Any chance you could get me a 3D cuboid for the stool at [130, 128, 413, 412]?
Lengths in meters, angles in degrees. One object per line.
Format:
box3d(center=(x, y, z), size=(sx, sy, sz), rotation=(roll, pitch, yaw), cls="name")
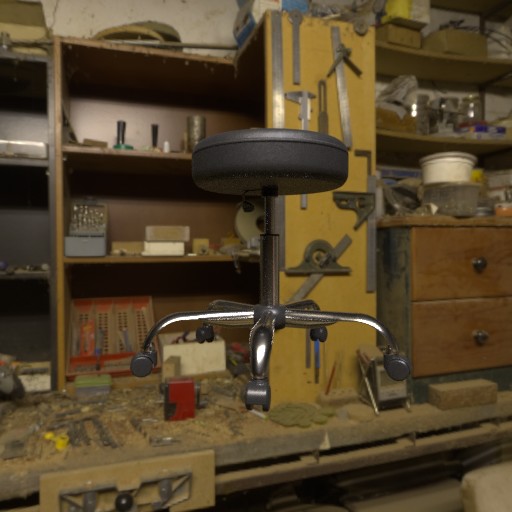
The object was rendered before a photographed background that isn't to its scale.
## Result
box3d(center=(0.000, 0.000, 1.158), size=(0.638, 0.576, 0.673), rotation=(0, 1, -17), cls="stool")
